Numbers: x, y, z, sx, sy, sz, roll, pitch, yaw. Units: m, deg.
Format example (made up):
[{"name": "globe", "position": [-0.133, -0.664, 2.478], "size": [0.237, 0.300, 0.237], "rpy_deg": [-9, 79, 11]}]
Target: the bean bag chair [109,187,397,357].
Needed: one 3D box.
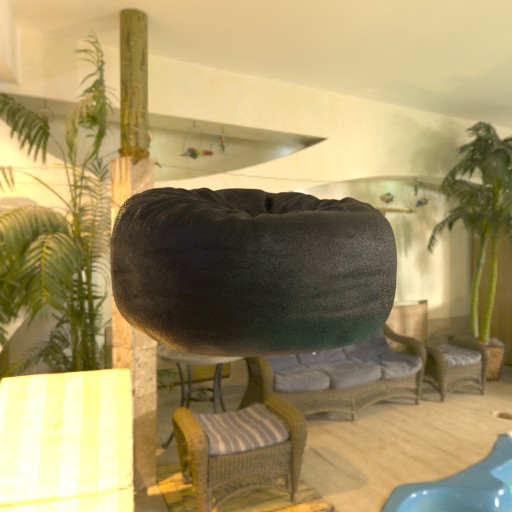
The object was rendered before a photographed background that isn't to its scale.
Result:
[{"name": "bean bag chair", "position": [0.000, 0.000, 2.429], "size": [1.524, 0.878, 1.524], "rpy_deg": [0, 1, -18]}]
